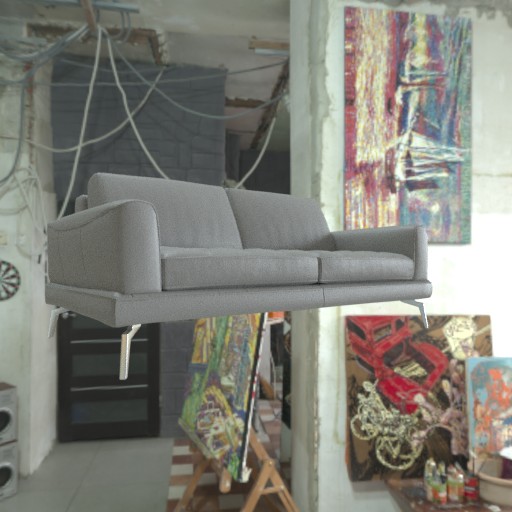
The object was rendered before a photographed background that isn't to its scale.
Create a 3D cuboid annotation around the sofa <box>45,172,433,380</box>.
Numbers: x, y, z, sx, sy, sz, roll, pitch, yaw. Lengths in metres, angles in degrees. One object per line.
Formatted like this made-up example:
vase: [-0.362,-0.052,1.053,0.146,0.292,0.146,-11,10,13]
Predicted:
sofa: [0.000,0.000,2.689,2.177,0.930,1.121,1,-1,-38]
